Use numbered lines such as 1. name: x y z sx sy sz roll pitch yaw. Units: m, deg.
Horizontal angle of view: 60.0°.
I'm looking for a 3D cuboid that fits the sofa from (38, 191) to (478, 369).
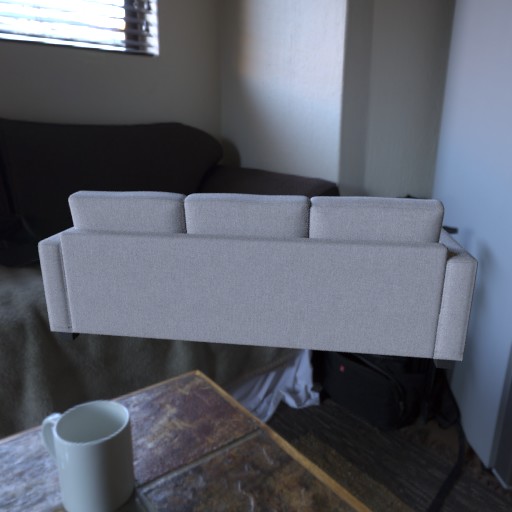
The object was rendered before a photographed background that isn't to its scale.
1. sofa: 0.000 0.000 2.549 2.120 0.800 0.900 2 17 8
